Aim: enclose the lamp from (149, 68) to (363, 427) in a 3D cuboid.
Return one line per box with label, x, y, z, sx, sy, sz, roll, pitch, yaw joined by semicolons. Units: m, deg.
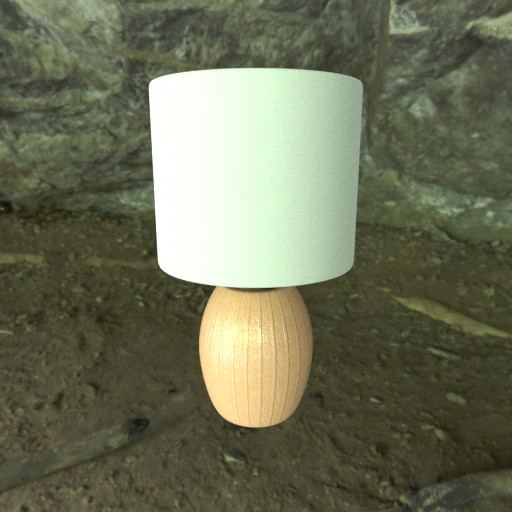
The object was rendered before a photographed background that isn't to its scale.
lamp;0.000;0.000;0.762;0.329;0.570;0.329;0;13;0
